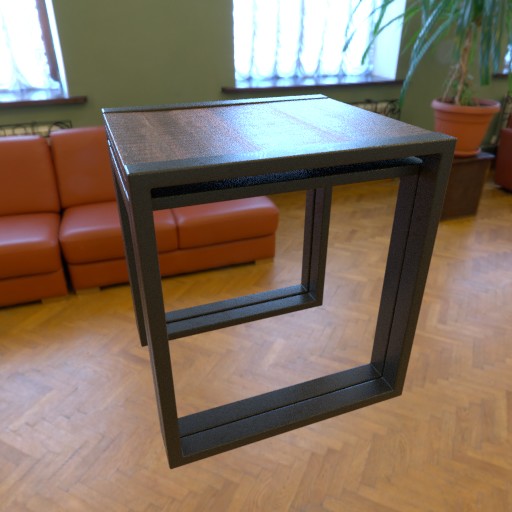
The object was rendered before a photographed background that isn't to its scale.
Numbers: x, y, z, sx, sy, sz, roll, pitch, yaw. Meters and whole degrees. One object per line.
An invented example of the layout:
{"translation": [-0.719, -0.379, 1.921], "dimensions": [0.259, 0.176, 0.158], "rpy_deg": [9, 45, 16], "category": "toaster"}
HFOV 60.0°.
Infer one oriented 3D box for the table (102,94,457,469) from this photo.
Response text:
{"translation": [0.000, 0.000, 0.924], "dimensions": [0.500, 0.550, 0.449], "rpy_deg": [-10, 30, -18], "category": "table"}
